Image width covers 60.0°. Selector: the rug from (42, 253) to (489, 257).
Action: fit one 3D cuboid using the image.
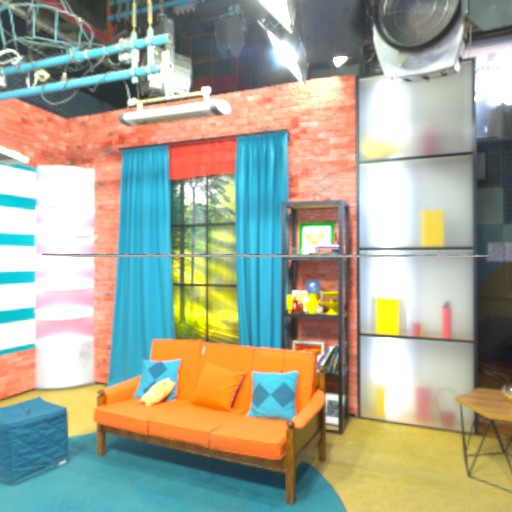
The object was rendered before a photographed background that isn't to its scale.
[{"bbox_3d":[0.000,0.000,3.002,2.447,0.011,1.520,0,0,-18],"label":"rug"}]
